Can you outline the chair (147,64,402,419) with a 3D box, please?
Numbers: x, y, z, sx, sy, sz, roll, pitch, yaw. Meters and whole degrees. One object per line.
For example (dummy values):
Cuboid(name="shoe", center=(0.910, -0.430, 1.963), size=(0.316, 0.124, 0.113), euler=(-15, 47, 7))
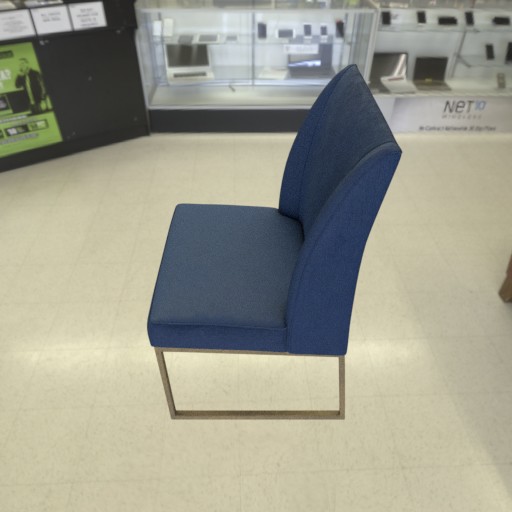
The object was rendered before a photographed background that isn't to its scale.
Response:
Cuboid(name="chair", center=(0.000, 0.000, 1.201), size=(0.522, 0.863, 0.508), euler=(0, 41, 0))
